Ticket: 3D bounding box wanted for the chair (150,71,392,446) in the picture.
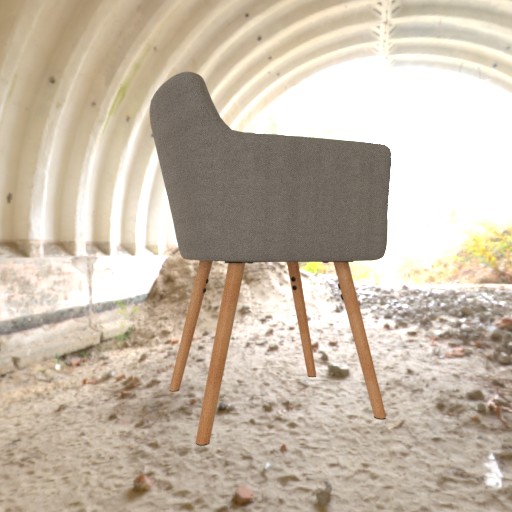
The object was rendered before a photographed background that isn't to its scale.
[{"bbox_3d":[0.000,0.000,1.167,0.540,0.780,0.570,0,1,-19],"label":"chair"}]
